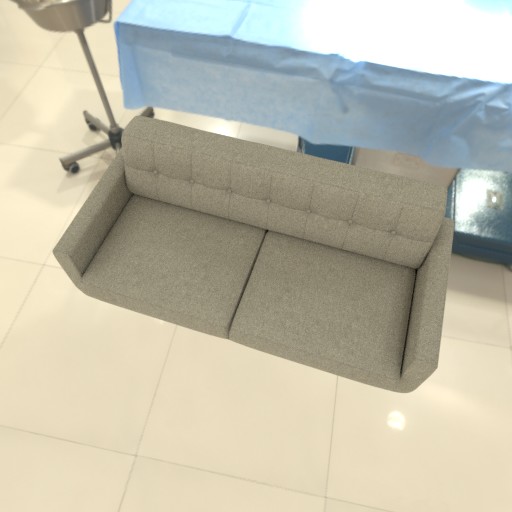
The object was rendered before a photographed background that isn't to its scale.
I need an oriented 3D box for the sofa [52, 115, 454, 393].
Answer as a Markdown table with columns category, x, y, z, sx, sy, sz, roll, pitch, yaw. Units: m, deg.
| category | x | y | z | sx | sy | sz | roll | pitch | yaw |
| --- | --- | --- | --- | --- | --- | --- | --- | --- | --- |
| sofa | 0.000 | 0.000 | 2.565 | 2.055 | 0.873 | 0.968 | 16 | 59 | 10 |
